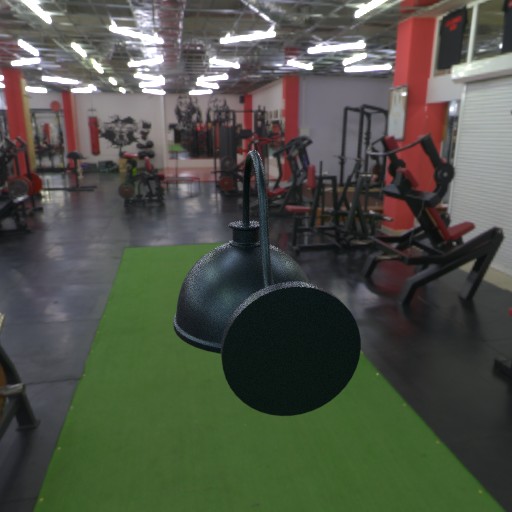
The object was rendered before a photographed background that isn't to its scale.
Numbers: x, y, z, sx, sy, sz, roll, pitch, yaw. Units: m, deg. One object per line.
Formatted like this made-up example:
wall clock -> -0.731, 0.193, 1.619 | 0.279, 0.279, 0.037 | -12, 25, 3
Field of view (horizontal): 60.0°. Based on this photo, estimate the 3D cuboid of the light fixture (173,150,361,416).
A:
light fixture -> 0.000, 0.000, 0.637 | 0.253, 0.295, 0.467 | -2, 15, -8
